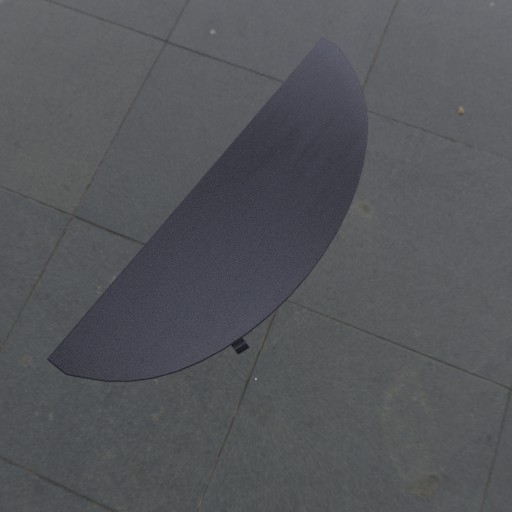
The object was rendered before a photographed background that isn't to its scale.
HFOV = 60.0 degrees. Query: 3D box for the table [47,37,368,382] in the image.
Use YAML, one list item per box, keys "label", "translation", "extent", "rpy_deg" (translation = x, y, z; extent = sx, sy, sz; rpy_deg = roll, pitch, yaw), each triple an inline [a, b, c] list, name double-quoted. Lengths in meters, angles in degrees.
- label: "table"
  translation: [0.000, 0.000, 1.523]
  extent: [0.394, 0.692, 1.198]
  rpy_deg: [36, 78, 9]
